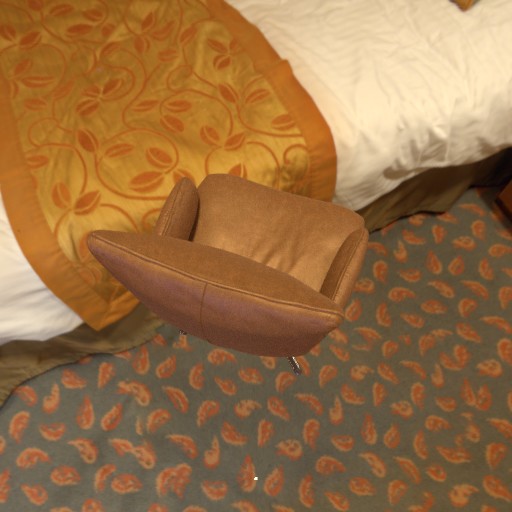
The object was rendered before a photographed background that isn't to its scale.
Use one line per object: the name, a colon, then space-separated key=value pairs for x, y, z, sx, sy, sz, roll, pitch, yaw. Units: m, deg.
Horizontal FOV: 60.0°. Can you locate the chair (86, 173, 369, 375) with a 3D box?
chair: x=0.000 y=0.000 z=1.560 sx=0.711 sy=1.027 sz=0.794 roll=17 pitch=65 yaw=8
